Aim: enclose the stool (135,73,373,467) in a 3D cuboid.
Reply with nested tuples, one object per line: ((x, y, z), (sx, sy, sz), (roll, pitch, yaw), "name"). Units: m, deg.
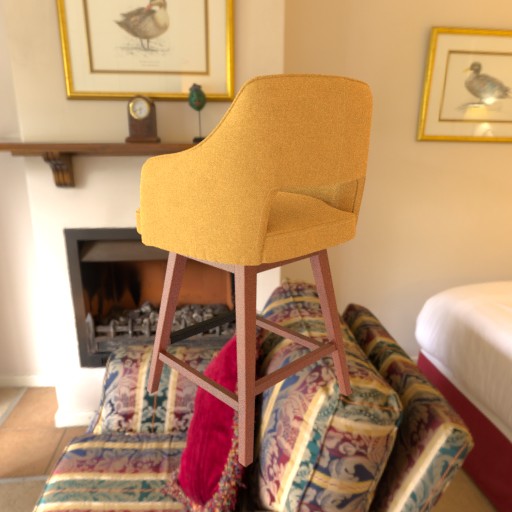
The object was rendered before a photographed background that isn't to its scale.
((0.000, 0.000, 1.273), (0.548, 0.924, 0.558), (-15, 22, -42), "stool")
